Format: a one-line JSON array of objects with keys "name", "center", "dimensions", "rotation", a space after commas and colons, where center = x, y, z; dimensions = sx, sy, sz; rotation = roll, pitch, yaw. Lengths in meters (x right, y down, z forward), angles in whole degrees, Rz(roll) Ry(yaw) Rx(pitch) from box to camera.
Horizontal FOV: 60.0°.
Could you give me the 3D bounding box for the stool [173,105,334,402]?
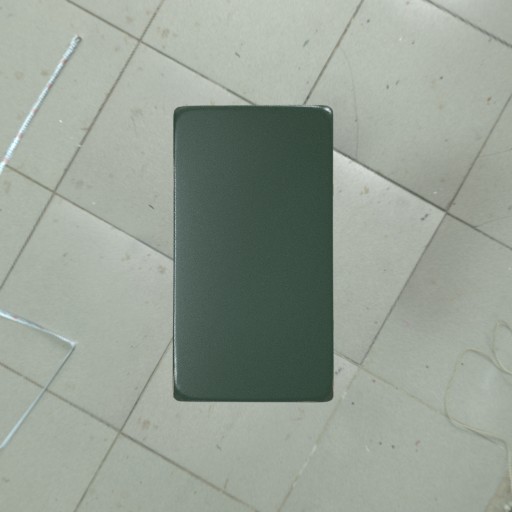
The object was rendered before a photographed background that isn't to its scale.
[{"name": "stool", "center": [0.000, 0.000, 1.027], "dimensions": [0.476, 0.737, 0.457], "rotation": [0, 89, 1]}]
